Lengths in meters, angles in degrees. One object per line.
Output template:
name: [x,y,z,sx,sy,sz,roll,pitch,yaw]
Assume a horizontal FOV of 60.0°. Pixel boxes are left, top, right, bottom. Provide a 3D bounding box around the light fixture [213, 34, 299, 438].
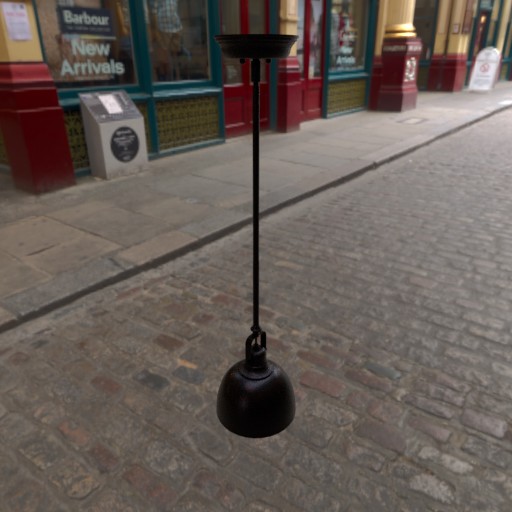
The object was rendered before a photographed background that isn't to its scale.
light fixture: [0.000,0.000,0.863,0.182,0.768,0.182,17,29,33]
